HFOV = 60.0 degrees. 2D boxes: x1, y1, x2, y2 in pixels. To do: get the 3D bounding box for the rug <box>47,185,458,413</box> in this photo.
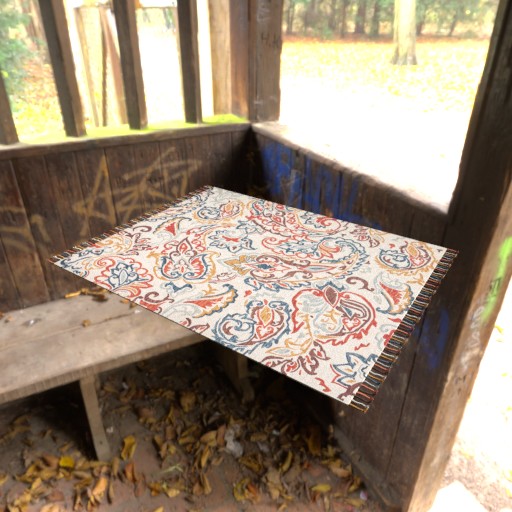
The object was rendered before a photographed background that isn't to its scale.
[{"bbox_3d":[0.000,0.000,4.384,3.274,0.015,2.439,19,35,29],"label":"rug"}]
